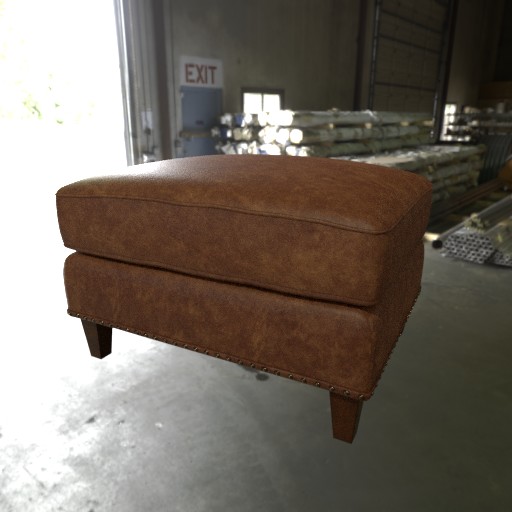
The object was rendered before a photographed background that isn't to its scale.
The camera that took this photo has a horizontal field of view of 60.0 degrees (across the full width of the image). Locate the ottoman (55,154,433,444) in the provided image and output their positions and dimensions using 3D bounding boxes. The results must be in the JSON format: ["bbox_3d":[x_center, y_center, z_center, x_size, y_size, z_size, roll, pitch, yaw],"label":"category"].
[{"bbox_3d":[0.000,0.000,1.110,0.742,0.486,0.586,9,20,26],"label":"ottoman"}]
